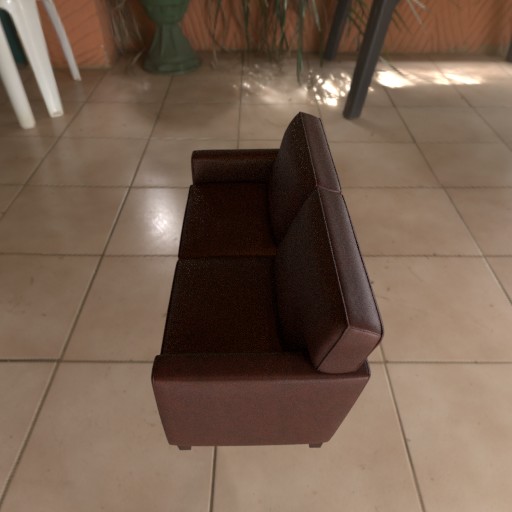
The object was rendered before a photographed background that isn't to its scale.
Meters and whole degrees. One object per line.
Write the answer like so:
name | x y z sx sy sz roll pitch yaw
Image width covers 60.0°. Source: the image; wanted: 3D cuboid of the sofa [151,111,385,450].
sofa | 0.000 0.000 2.467 0.912 0.928 1.876 -1 41 -1
